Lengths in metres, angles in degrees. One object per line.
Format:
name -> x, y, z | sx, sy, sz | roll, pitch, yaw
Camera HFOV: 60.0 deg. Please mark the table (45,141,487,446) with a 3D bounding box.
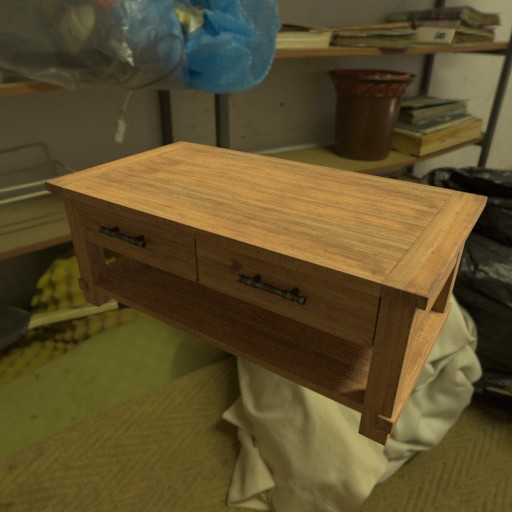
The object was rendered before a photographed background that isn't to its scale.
table -> 0.000, 0.000, 1.548 | 1.270, 0.494, 0.693 | 18, 33, 29
